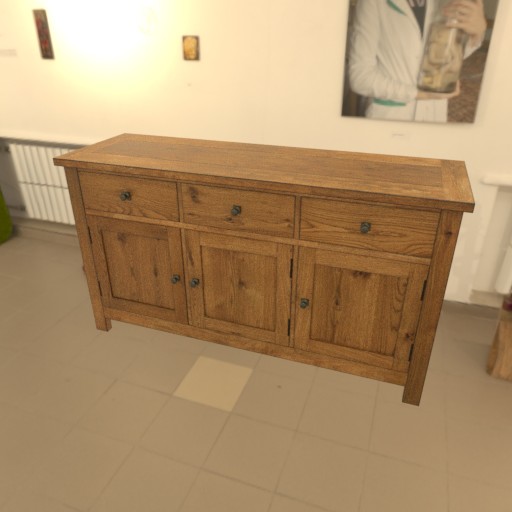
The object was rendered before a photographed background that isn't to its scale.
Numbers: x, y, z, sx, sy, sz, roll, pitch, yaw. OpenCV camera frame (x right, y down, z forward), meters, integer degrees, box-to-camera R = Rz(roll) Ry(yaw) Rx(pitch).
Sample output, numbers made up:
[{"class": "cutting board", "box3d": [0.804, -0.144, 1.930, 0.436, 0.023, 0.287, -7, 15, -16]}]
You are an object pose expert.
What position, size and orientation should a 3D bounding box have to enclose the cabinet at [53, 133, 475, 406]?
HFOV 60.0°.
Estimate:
[{"class": "cabinet", "box3d": [0.000, 0.000, 1.848, 1.474, 0.813, 0.480, 9, 29, 17]}]
